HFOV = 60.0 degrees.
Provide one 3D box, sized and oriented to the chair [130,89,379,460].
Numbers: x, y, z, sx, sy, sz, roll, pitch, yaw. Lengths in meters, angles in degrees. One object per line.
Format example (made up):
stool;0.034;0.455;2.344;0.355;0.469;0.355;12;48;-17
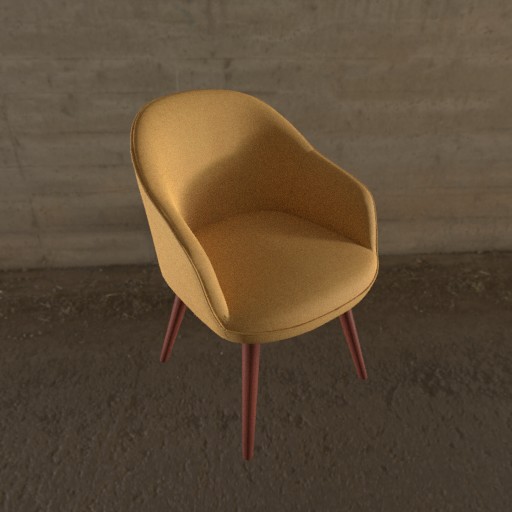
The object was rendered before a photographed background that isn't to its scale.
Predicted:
chair;0.000;0.000;1.269;0.596;0.823;0.635;-21;36;-33
